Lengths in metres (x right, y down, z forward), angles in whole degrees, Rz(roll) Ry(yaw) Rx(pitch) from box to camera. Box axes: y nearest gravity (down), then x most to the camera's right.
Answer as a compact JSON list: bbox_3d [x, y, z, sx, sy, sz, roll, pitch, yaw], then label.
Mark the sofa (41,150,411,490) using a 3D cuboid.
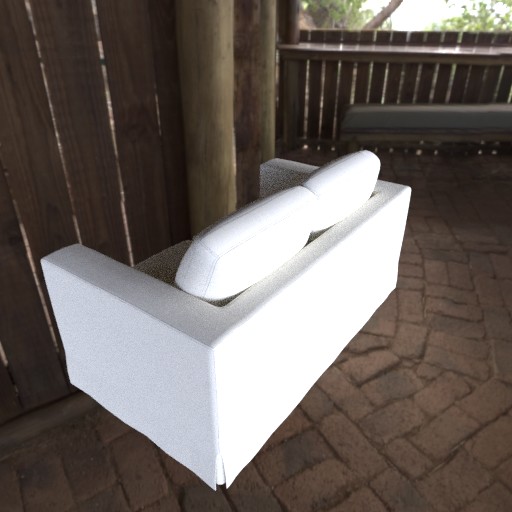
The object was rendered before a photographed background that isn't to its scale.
[{"bbox_3d":[0.000,0.000,2.355,1.009,0.932,1.813,20,35,31],"label":"sofa"}]
